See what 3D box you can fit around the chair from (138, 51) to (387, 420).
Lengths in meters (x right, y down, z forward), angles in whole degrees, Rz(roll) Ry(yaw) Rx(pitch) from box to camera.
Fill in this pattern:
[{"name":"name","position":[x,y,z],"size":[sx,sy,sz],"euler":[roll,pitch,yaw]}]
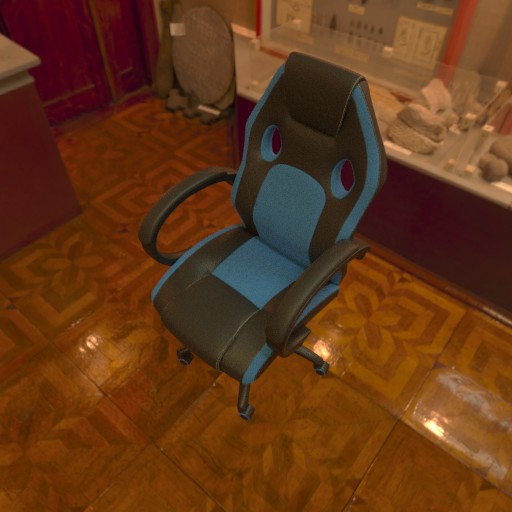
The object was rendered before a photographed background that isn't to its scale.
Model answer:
[{"name":"chair","position":[0.000,0.000,1.594],"size":[0.673,1.187,0.724],"euler":[33,56,27]}]
